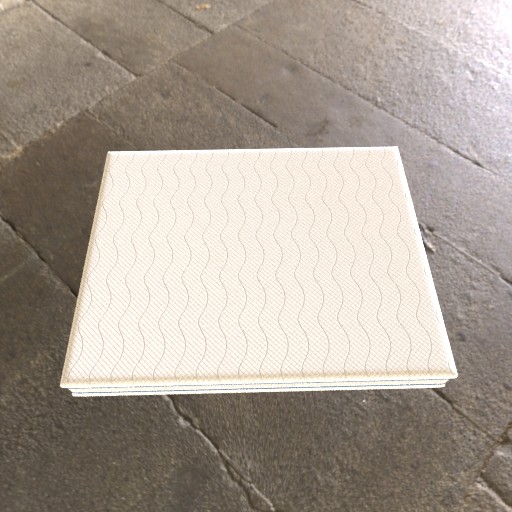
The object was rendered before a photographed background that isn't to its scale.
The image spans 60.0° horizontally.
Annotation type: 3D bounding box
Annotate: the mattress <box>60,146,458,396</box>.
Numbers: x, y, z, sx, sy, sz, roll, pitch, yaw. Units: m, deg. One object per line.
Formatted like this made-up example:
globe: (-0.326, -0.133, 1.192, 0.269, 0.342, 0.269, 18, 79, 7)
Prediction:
mattress: (0.000, 0.000, 2.722, 2.000, 0.230, 1.600, -1, 59, -1)
